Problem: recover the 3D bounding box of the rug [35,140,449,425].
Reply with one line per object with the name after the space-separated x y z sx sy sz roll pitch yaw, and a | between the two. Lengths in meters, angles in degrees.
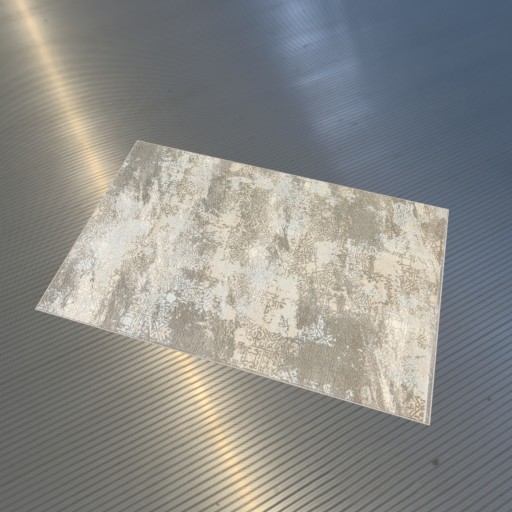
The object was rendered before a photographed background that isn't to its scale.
0.000 0.000 2.977 2.431 0.012 1.536 14 60 9 | rug
